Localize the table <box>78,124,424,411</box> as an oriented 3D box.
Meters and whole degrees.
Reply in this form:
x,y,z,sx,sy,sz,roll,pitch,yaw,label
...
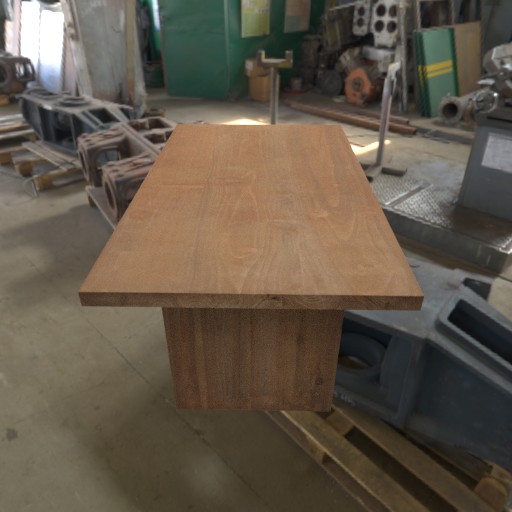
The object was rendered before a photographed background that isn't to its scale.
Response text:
x,y,z,sx,sy,sz,roll,pitch,yaw,label
0.000,0.000,2.096,0.946,0.780,1.609,1,33,1,table
